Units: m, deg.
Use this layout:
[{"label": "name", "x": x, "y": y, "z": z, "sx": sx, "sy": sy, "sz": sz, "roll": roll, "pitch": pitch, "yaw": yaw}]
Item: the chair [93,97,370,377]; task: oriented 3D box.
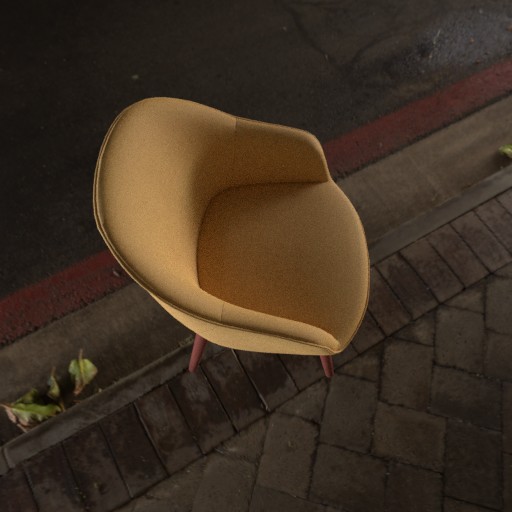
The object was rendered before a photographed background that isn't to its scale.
[{"label": "chair", "x": 0.000, "y": 0.000, "z": 1.241, "sx": 0.635, "sy": 0.823, "sz": 0.596, "roll": 2, "pitch": 64, "yaw": 1}]
